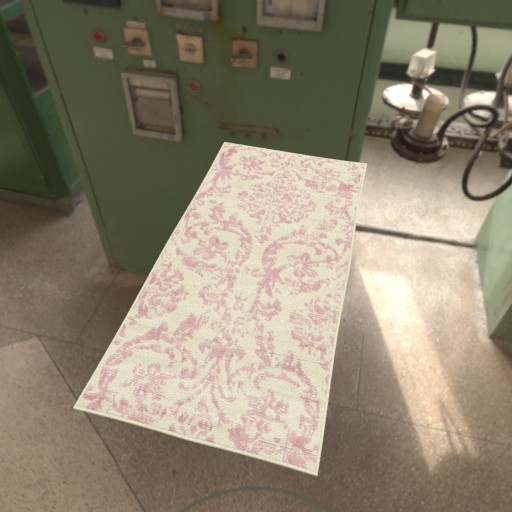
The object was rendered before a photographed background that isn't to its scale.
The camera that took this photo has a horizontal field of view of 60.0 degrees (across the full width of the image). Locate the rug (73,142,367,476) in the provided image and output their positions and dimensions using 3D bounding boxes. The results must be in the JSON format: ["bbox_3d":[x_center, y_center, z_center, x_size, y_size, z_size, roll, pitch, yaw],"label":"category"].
[{"bbox_3d":[0.000,0.000,1.433,0.604,0.007,1.219,11,48,10],"label":"rug"}]
